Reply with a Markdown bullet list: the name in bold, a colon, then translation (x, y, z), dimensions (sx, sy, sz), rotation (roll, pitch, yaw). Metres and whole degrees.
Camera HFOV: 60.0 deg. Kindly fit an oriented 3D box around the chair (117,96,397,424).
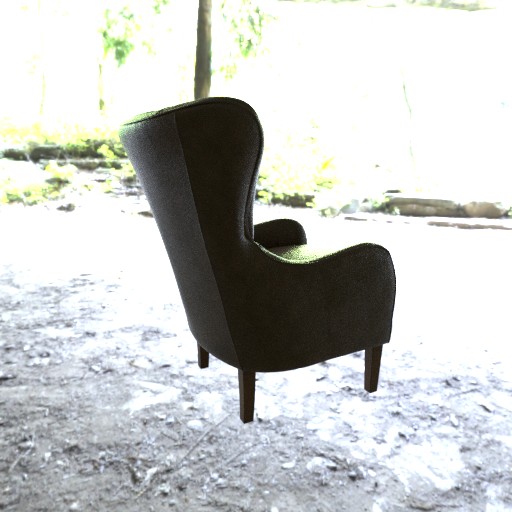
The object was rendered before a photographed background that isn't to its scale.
- **chair**: translation (0.000, 0.000, 1.645), dimensions (0.914, 1.048, 0.692), rotation (-7, 16, -26)
